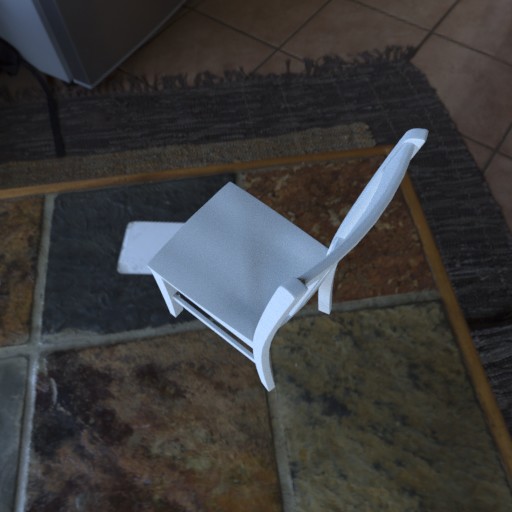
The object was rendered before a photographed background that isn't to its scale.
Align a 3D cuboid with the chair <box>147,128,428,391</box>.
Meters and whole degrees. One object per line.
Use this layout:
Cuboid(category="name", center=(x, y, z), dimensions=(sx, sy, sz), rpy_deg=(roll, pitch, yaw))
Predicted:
Cuboid(category="chair", center=(0.000, 0.000, 1.301), dimensions=(0.555, 0.998, 0.450), rpy_deg=(35, 68, 16))
